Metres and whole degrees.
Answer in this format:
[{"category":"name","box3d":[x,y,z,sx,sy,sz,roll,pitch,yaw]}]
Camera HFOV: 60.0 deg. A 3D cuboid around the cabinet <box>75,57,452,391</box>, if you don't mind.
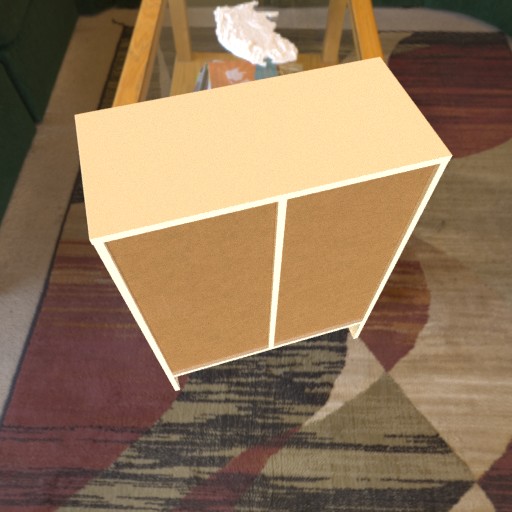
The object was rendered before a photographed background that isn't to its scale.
[{"category":"cabinet","box3d":[0.000,0.000,1.119,0.600,0.815,0.296,-14,59,-9]}]
